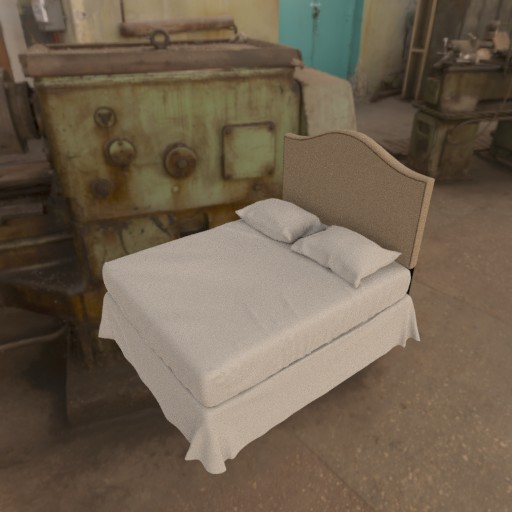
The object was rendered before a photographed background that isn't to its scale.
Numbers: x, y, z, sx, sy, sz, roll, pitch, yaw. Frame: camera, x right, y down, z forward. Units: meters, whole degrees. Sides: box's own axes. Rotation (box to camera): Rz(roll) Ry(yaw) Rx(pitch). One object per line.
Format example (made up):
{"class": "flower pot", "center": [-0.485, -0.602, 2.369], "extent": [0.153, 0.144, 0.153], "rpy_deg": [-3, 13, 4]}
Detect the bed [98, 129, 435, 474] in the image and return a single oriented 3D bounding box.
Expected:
{"class": "bed", "center": [0.000, 0.000, 3.496], "extent": [2.221, 1.645, 1.876], "rpy_deg": [-21, 36, -32]}
